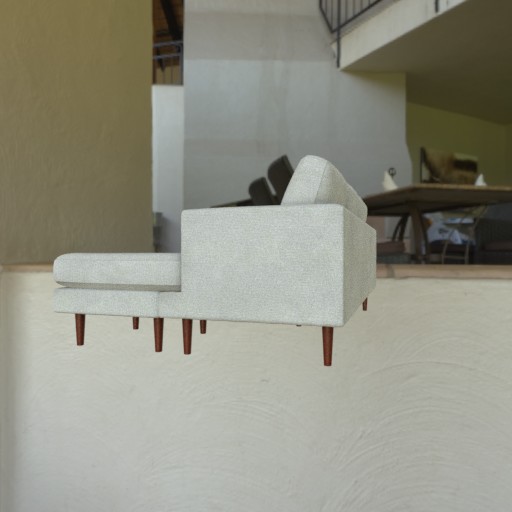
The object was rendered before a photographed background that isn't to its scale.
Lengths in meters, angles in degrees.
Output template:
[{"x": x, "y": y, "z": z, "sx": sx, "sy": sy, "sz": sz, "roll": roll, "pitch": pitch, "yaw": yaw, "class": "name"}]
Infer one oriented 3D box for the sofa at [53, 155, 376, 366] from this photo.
[{"x": 0.000, "y": 0.000, "z": 3.109, "sx": 1.504, "sy": 0.956, "sz": 2.233, "roll": 0, "pitch": 1, "yaw": 19, "class": "sofa"}]
